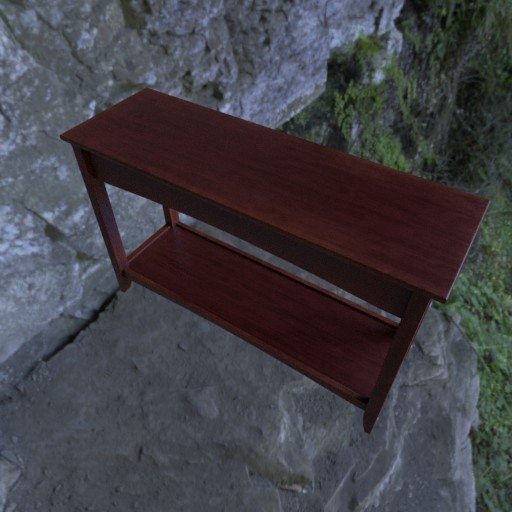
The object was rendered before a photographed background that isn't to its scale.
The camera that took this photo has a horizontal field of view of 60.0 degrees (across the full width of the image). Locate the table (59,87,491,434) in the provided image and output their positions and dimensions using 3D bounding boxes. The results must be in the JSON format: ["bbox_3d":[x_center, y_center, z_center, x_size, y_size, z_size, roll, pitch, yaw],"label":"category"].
[{"bbox_3d":[0.000,0.000,1.513,1.188,0.739,0.392,25,51,22],"label":"table"}]
